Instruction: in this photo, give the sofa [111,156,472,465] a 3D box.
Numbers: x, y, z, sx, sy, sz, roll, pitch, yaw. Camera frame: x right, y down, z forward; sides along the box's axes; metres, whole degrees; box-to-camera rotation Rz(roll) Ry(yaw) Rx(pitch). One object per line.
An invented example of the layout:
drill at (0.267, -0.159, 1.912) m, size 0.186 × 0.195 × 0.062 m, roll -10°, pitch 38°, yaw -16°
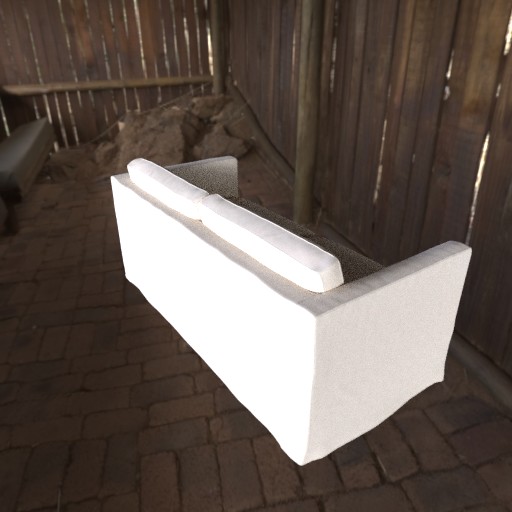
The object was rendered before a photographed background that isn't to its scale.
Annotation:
sofa at (0.000, 0.000, 2.507) m, size 0.940 × 0.870 × 1.987 m, roll -18°, pitch 32°, yaw -31°
